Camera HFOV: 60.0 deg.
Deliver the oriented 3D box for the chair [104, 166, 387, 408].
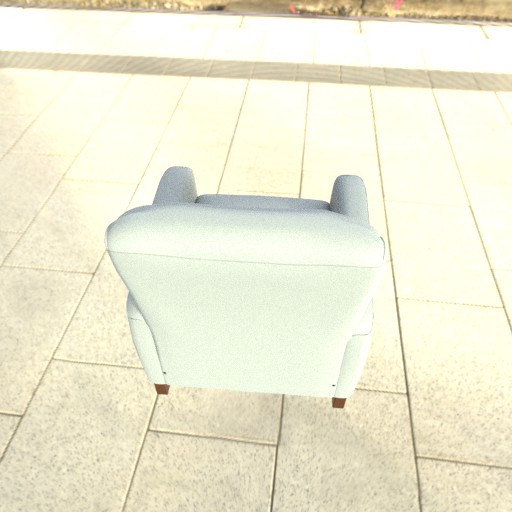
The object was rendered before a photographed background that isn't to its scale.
[{"bbox_3d":[0.000,0.000,1.659,0.853,1.007,0.846,4,47,3],"label":"chair"}]
